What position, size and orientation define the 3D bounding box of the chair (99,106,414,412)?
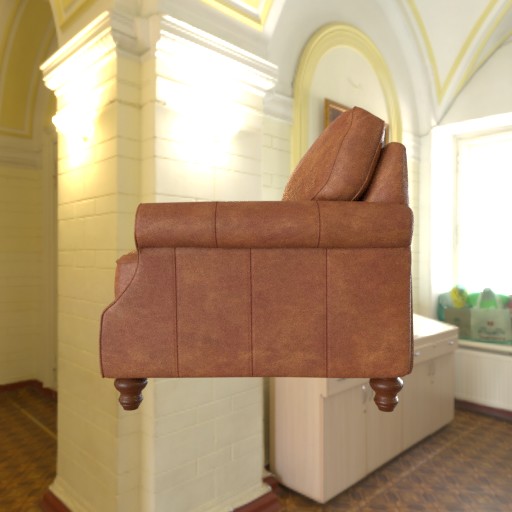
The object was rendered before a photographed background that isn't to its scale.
[{"bbox_3d":[0.000,0.000,1.745,0.986,0.962,0.983,0,0,1],"label":"chair"}]
